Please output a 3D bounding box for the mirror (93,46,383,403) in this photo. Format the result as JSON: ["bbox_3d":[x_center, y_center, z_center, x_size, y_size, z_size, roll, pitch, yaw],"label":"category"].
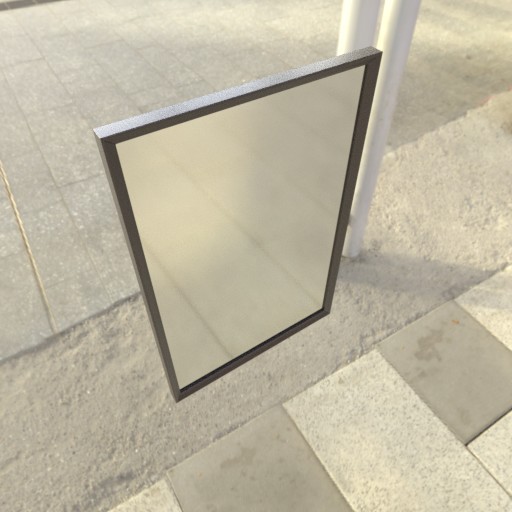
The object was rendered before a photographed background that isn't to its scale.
[{"bbox_3d":[0.000,0.000,1.149,0.609,0.915,0.041,-26,51,-22],"label":"mirror"}]
